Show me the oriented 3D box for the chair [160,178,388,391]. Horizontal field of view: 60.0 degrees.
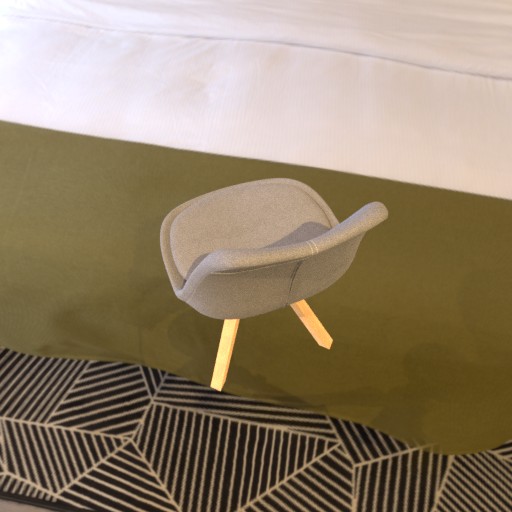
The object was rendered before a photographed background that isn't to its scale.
[{"bbox_3d":[0.000,0.000,1.199,0.474,0.863,0.549,-18,59,-11],"label":"chair"}]
